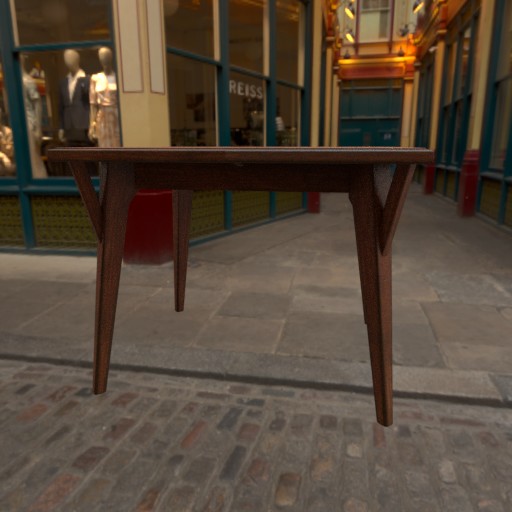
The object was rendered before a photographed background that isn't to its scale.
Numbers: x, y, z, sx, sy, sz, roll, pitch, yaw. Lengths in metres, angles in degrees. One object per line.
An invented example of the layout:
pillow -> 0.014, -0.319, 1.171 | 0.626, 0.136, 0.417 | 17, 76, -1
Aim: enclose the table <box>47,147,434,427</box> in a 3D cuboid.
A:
table -> 0.000, 0.000, 1.596 | 0.991, 0.761, 0.838 | 3, 14, 10
